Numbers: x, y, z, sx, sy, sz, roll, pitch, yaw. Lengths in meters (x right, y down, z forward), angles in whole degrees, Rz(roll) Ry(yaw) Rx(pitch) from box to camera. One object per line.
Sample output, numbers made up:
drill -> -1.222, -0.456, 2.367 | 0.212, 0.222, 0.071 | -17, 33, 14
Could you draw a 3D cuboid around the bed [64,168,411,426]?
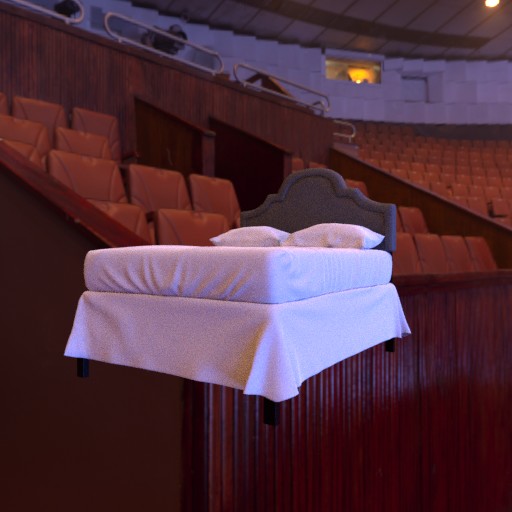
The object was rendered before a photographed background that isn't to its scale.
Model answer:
bed -> 0.000, 0.000, 3.391 | 1.780, 1.634, 2.222 | 0, 0, 34
